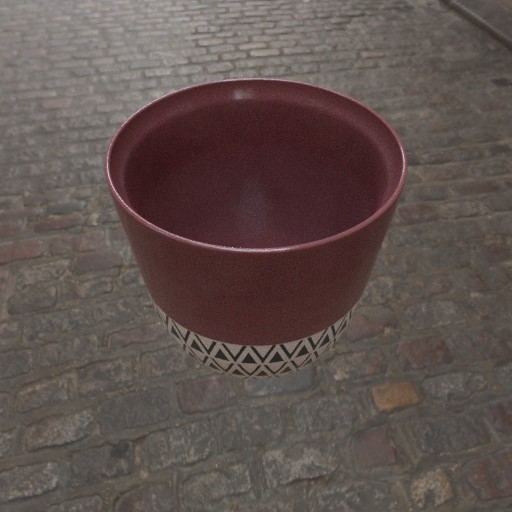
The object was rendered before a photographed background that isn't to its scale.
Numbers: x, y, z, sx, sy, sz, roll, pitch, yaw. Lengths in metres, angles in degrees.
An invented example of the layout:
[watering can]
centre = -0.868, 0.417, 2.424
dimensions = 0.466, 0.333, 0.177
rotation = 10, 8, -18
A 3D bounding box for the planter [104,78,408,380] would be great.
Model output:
[planter]
centre = 0.000, 0.000, 0.369
dimensions = 0.195, 0.214, 0.195
rotation = 0, 47, 0
